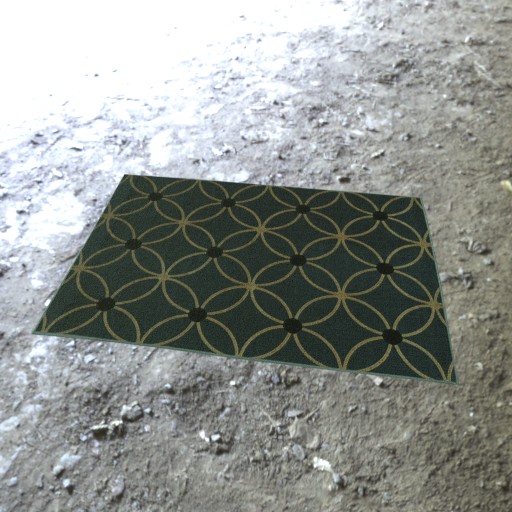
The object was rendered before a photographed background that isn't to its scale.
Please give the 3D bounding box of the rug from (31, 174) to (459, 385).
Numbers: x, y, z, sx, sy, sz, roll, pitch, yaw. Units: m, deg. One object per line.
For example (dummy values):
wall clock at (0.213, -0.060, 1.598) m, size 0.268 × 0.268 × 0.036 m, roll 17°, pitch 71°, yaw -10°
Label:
rug at (0.000, 0.000, 2.849) m, size 2.284 × 0.008 × 1.522 m, roll 5°, pitch 46°, yaw 5°
